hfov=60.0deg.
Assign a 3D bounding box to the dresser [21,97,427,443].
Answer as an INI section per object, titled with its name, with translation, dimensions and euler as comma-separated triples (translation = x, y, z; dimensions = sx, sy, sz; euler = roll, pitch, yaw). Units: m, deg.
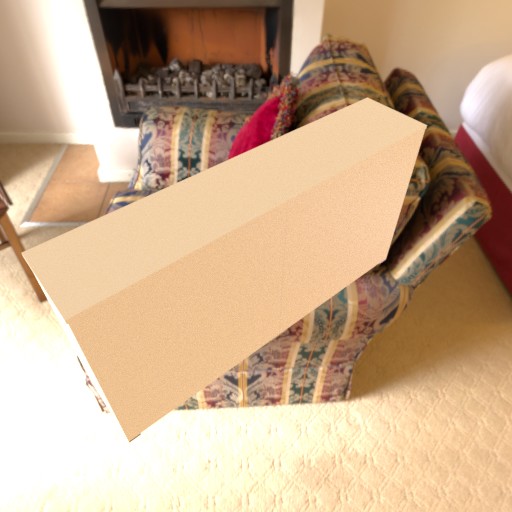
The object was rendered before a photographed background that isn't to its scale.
[dresser]
translation = 0.000, 0.000, 1.841
dimensions = 1.535, 0.790, 0.333
euler = -31, 53, -26
